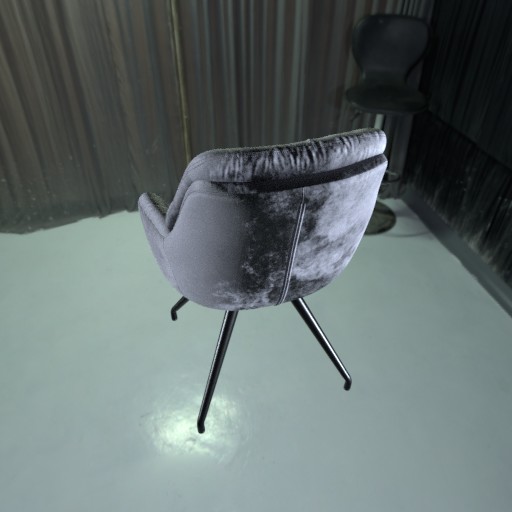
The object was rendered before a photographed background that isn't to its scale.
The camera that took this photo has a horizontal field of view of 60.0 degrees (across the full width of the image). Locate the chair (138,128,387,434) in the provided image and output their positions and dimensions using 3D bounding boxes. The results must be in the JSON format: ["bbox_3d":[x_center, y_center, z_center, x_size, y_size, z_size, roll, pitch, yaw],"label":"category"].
[{"bbox_3d":[0.000,0.000,1.247,0.579,0.888,0.569,-12,41,-14],"label":"chair"}]
